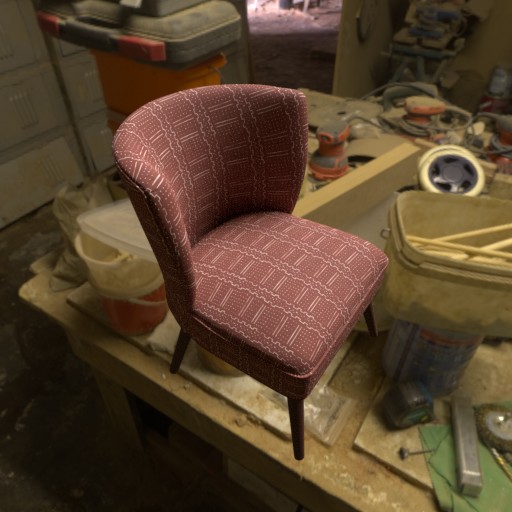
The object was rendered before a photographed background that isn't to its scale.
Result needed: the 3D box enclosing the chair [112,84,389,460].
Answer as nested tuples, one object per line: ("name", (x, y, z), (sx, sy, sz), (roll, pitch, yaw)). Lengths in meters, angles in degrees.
("chair", (0.000, 0.000, 1.428), (0.758, 0.866, 0.706), (24, 46, 25))
